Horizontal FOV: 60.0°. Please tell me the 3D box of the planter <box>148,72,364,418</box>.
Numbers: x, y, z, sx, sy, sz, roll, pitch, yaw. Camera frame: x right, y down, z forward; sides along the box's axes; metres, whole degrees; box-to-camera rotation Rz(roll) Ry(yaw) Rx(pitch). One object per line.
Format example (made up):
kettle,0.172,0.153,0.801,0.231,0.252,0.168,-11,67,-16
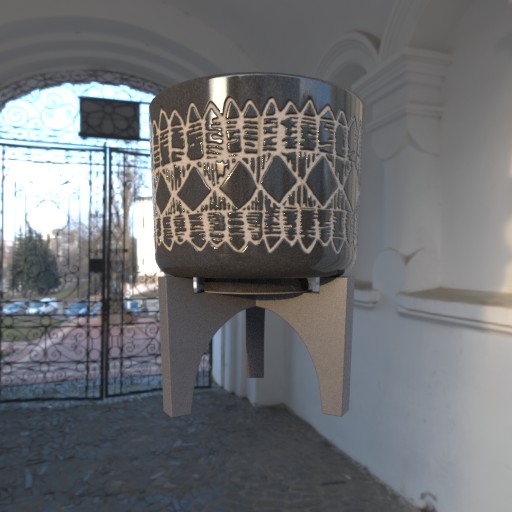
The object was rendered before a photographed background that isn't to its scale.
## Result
planter,0.000,0.000,0.413,0.196,0.264,0.196,0,0,-1
